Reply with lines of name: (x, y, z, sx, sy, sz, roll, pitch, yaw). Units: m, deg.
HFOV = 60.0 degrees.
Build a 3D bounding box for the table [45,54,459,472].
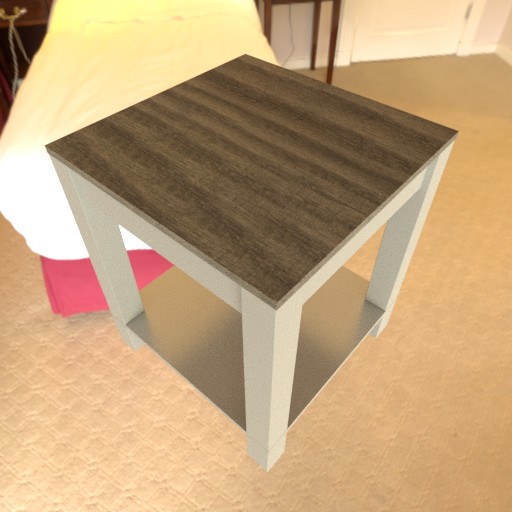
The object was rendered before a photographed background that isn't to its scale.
table: (0.000, 0.000, 0.975, 0.506, 0.587, 0.504, 32, 54, 27)
